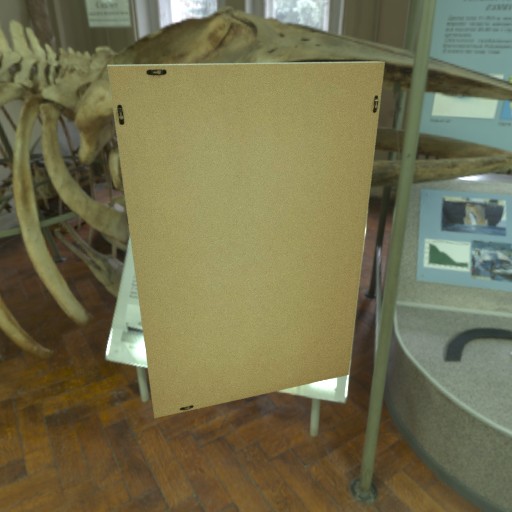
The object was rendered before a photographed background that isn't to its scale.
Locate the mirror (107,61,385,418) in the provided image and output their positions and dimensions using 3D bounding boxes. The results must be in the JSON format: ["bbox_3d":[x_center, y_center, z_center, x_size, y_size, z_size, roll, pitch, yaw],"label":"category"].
[{"bbox_3d":[0.000,0.000,1.147,0.609,0.915,0.041,-8,27,-15],"label":"mirror"}]
